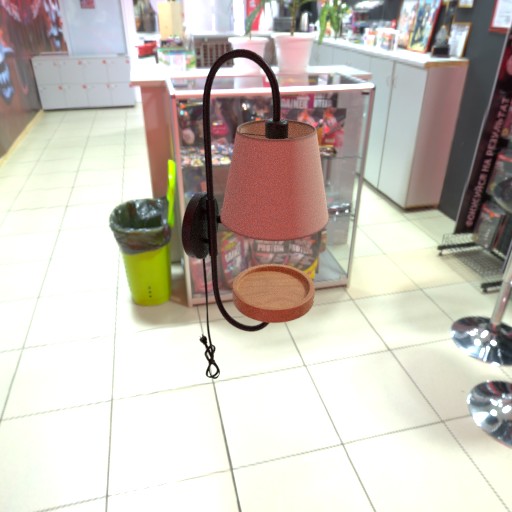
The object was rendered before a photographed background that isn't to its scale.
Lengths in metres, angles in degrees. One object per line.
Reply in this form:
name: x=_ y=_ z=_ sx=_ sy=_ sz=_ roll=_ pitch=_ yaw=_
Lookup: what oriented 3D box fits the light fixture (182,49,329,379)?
light fixture: x=0.000 y=0.000 z=0.967 sx=0.299 sy=0.821 sz=0.220 roll=10 pitch=32 yaw=16
